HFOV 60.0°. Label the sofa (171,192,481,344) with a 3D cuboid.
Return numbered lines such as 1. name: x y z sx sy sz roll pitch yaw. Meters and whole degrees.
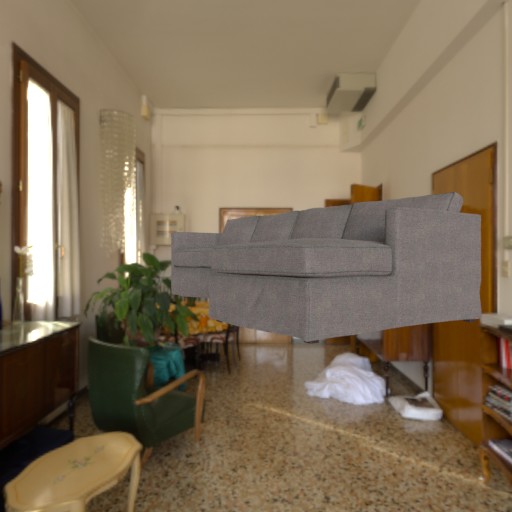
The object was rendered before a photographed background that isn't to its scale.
1. sofa: 0.000 0.000 3.897 1.650 0.922 3.205 0 0 -35
